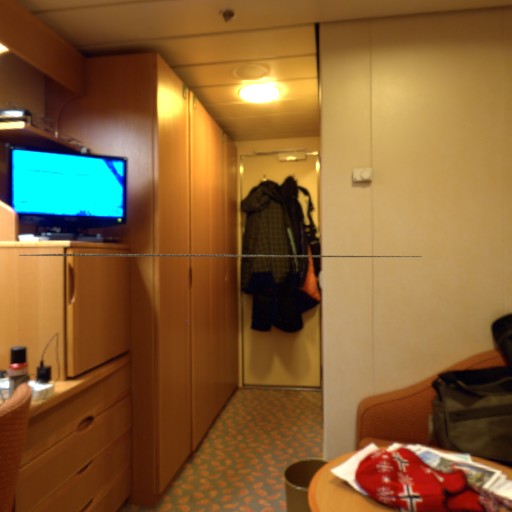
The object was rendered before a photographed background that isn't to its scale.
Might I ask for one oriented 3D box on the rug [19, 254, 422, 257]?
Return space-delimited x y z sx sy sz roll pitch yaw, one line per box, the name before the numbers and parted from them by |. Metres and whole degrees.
rug | 0.000 0.000 2.665 2.443 0.008 0.688 0 0 -38
